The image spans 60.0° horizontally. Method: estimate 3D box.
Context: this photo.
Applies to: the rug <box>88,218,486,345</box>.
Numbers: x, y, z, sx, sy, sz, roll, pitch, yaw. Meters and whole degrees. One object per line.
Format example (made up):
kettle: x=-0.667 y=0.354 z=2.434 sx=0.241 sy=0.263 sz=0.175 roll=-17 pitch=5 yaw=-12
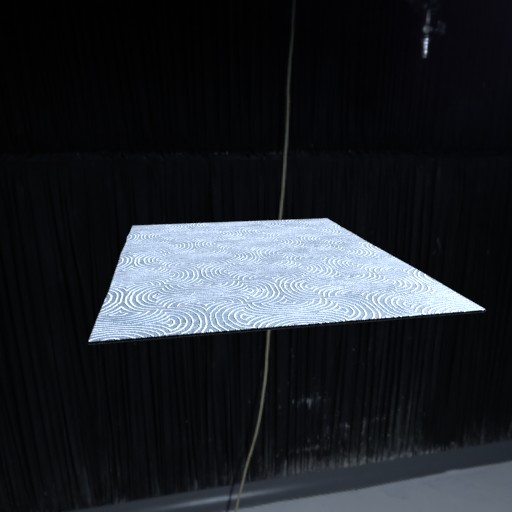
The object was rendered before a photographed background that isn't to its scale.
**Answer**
rug: x=0.000 y=0.000 z=4.067 sx=2.456 sy=0.021 sz=3.042 roll=-3 pitch=16 yaw=-10
